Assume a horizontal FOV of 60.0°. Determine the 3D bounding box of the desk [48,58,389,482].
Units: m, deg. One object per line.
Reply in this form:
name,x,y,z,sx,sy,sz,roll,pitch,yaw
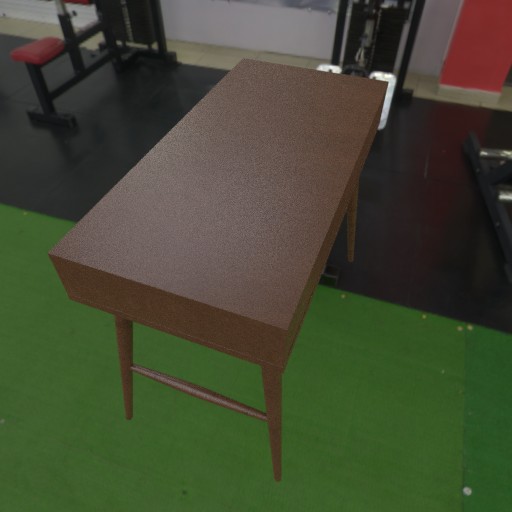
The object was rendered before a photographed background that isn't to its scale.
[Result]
desk,0.000,0.000,1.343,0.510,0.758,0.949,16,48,15
